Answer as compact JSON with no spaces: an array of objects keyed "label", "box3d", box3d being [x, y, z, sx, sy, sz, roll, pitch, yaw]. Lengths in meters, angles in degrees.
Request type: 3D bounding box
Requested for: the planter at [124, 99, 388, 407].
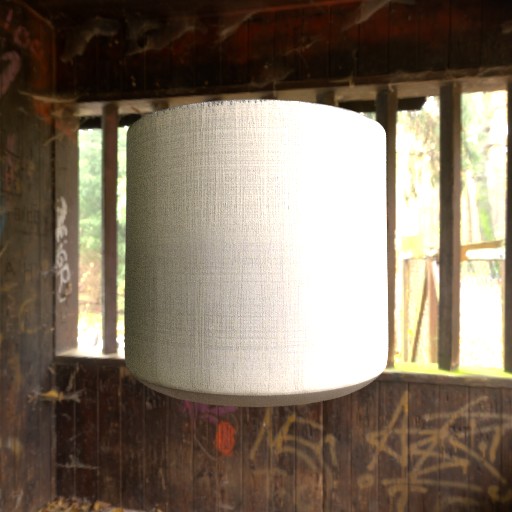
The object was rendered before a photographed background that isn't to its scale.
[{"label":"planter","box3d":[0.000,0.000,0.386,0.221,0.201,0.221,0,0,0]}]
